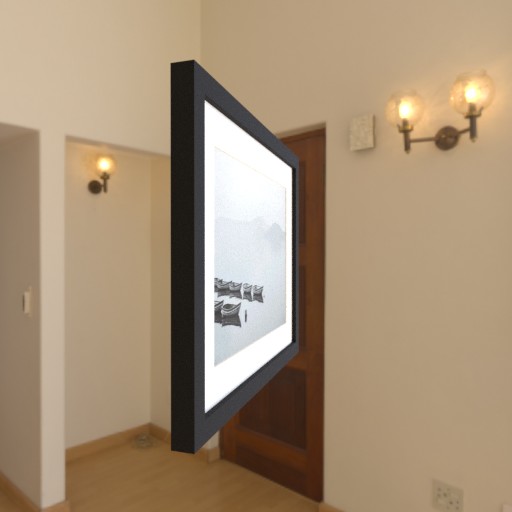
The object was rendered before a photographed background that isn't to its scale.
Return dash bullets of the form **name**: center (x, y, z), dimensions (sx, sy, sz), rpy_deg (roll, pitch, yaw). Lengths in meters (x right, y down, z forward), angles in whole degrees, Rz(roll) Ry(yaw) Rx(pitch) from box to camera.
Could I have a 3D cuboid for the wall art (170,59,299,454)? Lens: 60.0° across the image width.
- **wall art**: center (0.000, 0.000, 0.778), dimensions (0.030, 0.454, 0.554), rpy_deg (0, 0, 18)
